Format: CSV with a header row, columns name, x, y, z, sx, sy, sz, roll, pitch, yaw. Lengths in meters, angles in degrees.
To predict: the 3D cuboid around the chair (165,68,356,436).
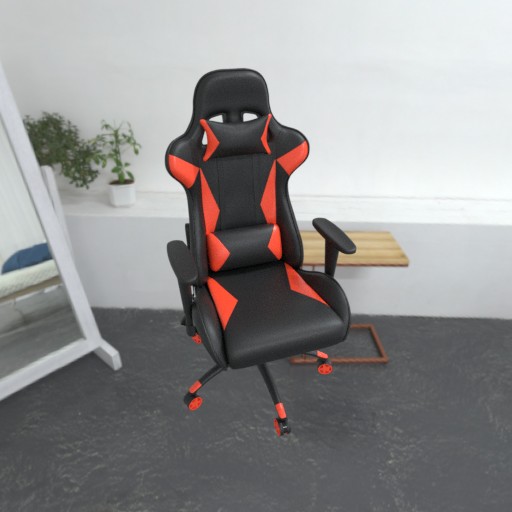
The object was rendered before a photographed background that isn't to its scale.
name,x,y,z,sx,sy,sz,roll,pitch,yaw
chair,0.000,0.000,1.718,0.695,1.282,0.730,-10,32,-16
